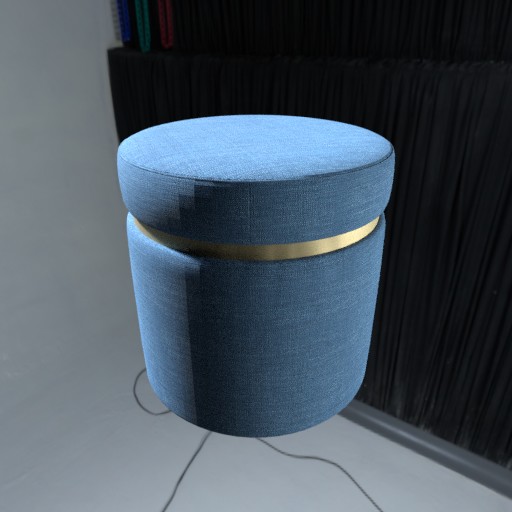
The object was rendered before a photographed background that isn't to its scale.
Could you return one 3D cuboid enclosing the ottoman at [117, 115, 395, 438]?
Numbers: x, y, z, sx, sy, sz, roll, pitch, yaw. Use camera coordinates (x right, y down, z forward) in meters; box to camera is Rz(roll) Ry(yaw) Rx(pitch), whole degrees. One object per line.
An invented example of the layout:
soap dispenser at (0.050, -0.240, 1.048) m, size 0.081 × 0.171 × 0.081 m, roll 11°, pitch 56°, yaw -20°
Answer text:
ottoman at (0.000, 0.000, 0.731) m, size 0.398 × 0.406 × 0.398 m, roll 0°, pitch 27°, yaw 0°
